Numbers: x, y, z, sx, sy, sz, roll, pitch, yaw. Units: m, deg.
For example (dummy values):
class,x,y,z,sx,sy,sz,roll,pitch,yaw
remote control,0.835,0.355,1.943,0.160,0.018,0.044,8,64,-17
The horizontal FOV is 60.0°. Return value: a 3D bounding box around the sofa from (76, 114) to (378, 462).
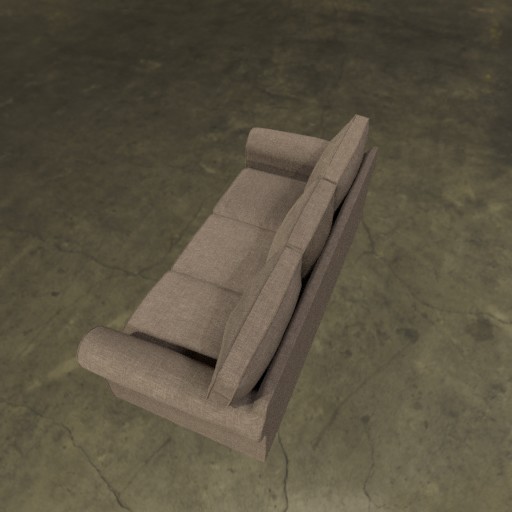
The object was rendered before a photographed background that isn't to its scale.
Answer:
class,x,y,z,sx,sy,sz,roll,pitch,yaw
sofa,0.000,0.000,2.612,0.916,0.961,2.084,17,49,16
